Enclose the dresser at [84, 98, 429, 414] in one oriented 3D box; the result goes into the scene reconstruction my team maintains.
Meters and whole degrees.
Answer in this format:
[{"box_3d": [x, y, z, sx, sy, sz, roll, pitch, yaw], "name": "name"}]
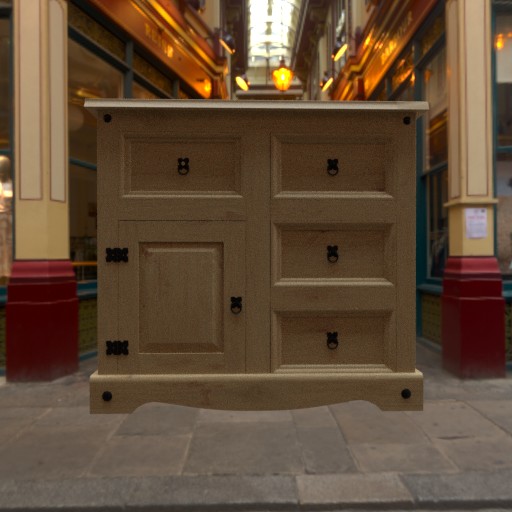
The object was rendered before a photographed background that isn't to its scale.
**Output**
[{"box_3d": [0.000, 0.000, 1.396, 0.915, 0.835, 0.440, 0, 0, -2], "name": "dresser"}]
